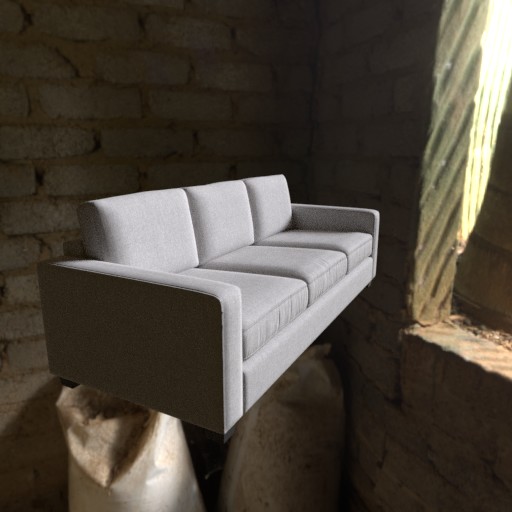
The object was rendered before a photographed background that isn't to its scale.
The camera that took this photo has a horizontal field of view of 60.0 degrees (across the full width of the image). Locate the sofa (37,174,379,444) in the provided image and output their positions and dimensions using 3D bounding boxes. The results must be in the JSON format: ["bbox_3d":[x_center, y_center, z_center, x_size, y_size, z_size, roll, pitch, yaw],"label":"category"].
[{"bbox_3d":[0.000,0.000,2.507,0.900,0.800,2.120,7,16,27],"label":"sofa"}]
